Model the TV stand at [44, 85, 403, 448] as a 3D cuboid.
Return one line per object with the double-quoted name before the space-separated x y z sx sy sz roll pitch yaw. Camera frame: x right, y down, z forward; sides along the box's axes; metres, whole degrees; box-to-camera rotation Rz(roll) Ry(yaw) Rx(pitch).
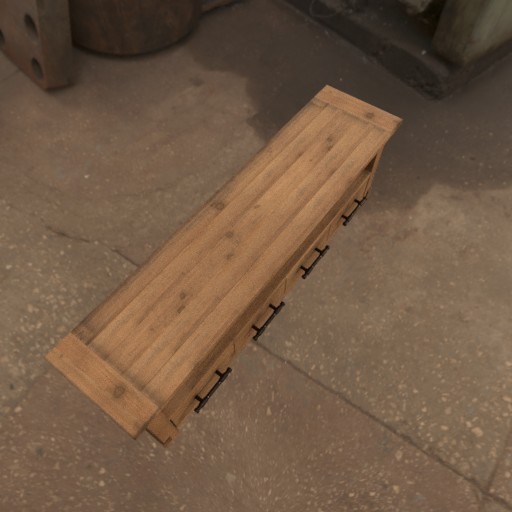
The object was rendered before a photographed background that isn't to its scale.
"TV stand" 0.000 0.000 2.056 0.453 0.573 1.804 33 63 19
